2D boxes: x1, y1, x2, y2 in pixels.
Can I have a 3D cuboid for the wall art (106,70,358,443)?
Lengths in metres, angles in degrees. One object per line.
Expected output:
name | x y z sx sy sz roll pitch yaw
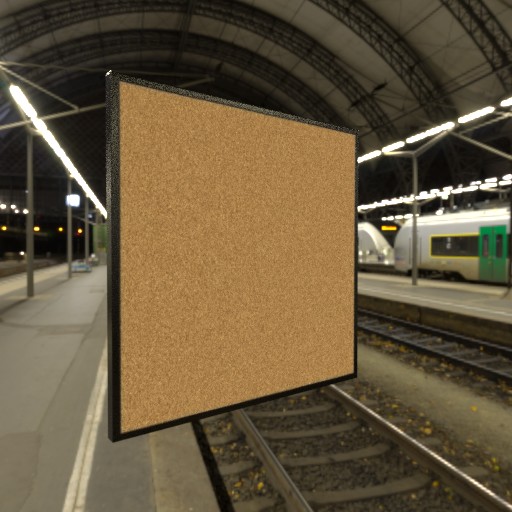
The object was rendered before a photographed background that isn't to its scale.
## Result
wall art | 0.000 0.000 0.526 0.349 0.349 0.014 -1 1 -37
